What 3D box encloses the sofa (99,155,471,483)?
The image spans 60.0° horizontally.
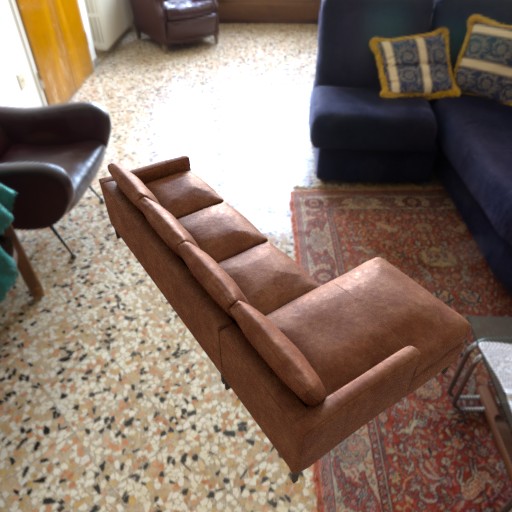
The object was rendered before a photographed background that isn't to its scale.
[{"bbox_3d":[0.000,0.000,3.577,1.471,0.859,2.993,-24,46,-25],"label":"sofa"}]
